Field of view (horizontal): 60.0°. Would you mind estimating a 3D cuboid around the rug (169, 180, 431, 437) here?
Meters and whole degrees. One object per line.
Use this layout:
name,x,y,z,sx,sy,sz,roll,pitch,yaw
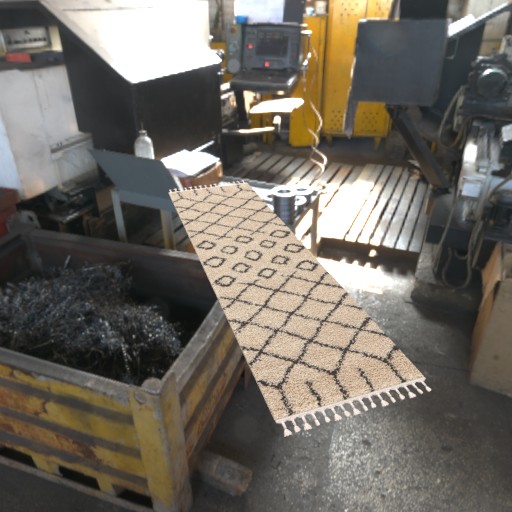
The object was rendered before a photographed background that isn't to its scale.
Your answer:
rug,0.000,0.000,2.668,0.660,0.005,2.464,-10,32,-17
